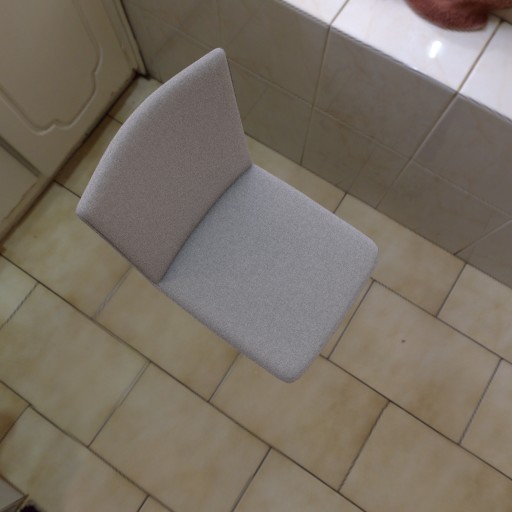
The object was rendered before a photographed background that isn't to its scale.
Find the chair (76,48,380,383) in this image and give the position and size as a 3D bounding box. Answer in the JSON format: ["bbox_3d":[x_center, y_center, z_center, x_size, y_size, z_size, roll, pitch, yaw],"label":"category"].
[{"bbox_3d":[0.000,0.000,1.186,0.570,0.859,0.456,35,78,9],"label":"chair"}]
